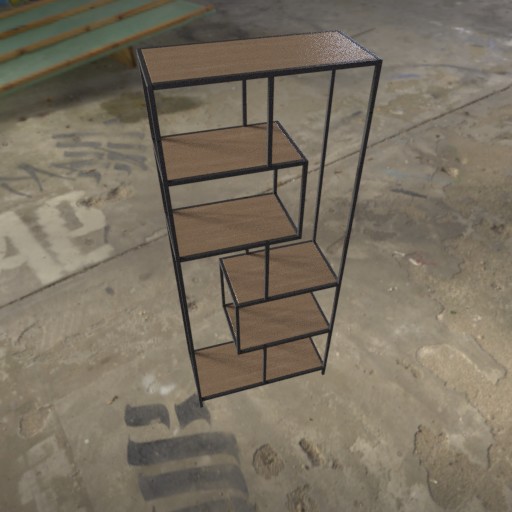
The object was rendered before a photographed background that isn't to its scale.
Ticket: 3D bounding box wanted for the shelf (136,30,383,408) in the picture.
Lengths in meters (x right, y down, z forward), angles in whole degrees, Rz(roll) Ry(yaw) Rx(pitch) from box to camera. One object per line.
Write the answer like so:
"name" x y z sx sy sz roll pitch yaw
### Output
"shelf" 0.000 0.000 2.123 0.770 1.850 0.350 -11 43 -12
